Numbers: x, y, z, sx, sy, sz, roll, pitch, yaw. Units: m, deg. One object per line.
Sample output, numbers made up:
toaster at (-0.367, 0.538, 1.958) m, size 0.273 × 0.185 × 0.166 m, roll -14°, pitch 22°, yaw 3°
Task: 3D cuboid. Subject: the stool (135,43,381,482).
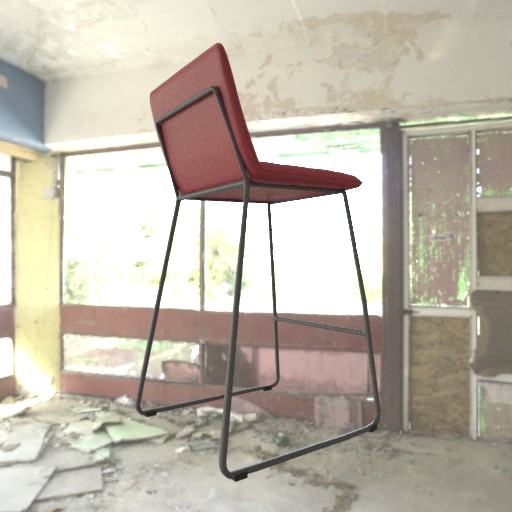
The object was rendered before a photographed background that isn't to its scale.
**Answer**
stool at (0.000, 0.000, 1.249) m, size 0.524 × 0.937 × 0.489 m, roll 0°, pitch 0°, yaw -36°
